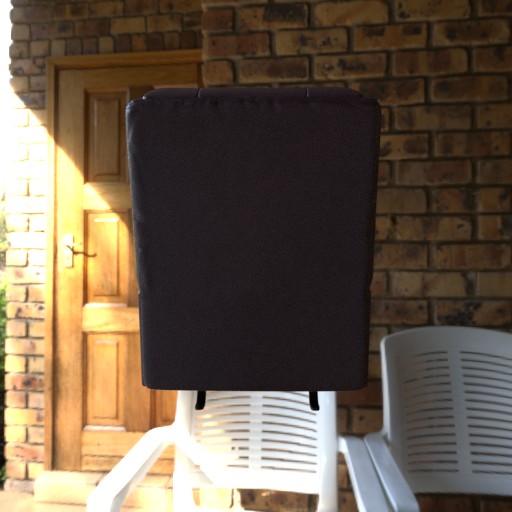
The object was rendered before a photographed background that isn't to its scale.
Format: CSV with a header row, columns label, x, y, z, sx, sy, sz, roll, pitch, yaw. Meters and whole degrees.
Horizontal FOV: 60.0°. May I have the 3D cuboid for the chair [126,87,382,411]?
label,x,y,z,sx,sy,sz,roll,pitch,yaw
chair,0.000,0.000,1.771,0.838,1.054,1.014,0,-1,1
